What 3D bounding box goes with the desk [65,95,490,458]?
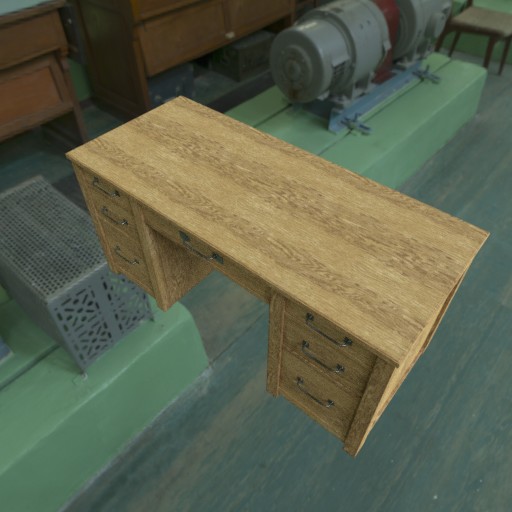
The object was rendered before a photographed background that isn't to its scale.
[{"bbox_3d":[0.000,0.000,1.989,1.567,0.751,0.685,31,54,26],"label":"desk"}]
